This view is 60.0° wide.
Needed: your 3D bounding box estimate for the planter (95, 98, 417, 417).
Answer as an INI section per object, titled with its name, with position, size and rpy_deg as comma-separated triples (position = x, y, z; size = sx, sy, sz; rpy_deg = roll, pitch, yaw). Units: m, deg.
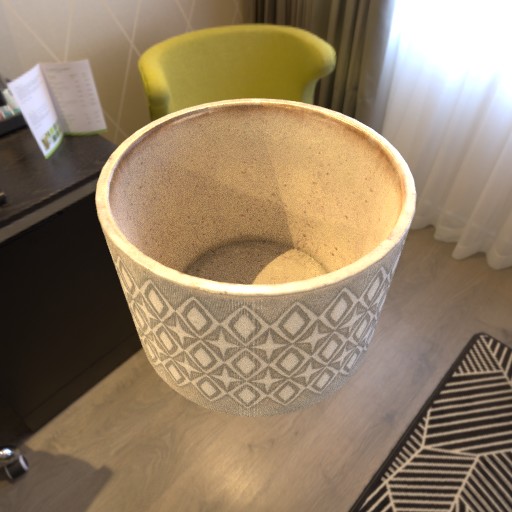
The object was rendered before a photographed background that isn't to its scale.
[planter]
position = 0.000, 0.000, 0.316
size = 0.186, 0.144, 0.186
rpy_deg = 0, 46, 0
